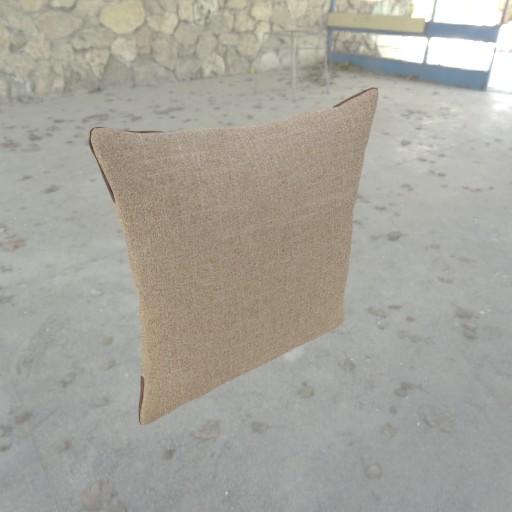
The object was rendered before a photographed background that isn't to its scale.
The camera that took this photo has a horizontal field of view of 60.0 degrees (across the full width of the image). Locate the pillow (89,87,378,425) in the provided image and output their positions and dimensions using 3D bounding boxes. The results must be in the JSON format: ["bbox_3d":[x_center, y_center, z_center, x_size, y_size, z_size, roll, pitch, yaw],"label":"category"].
[{"bbox_3d":[0.000,0.000,0.673,0.437,0.448,0.147,-20,36,-30],"label":"pillow"}]
